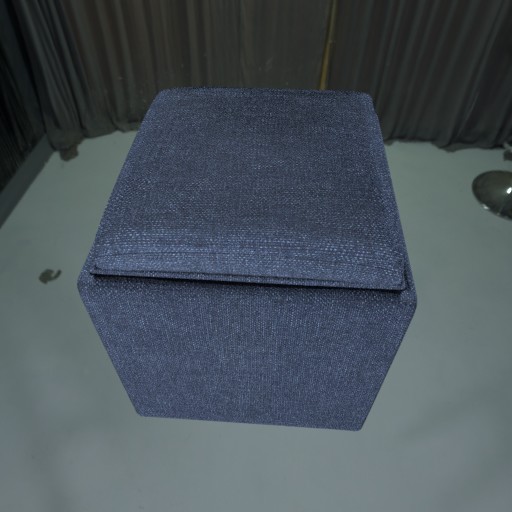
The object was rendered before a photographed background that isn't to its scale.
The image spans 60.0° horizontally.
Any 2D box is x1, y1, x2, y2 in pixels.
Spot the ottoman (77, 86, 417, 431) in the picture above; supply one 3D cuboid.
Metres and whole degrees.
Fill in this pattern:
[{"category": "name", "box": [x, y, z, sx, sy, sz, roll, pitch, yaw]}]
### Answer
[{"category": "ottoman", "box": [0.000, 0.000, 0.828, 0.436, 0.493, 0.454, 3, 48, 3]}]
